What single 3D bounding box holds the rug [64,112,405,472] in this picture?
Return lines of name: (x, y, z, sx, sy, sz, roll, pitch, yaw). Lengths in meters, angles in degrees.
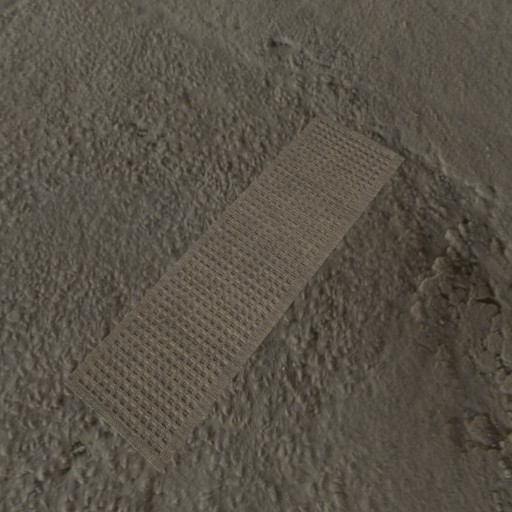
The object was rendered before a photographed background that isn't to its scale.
rug: (0.000, 0.000, 2.698, 0.706, 0.009, 2.443, 34, 68, 16)
